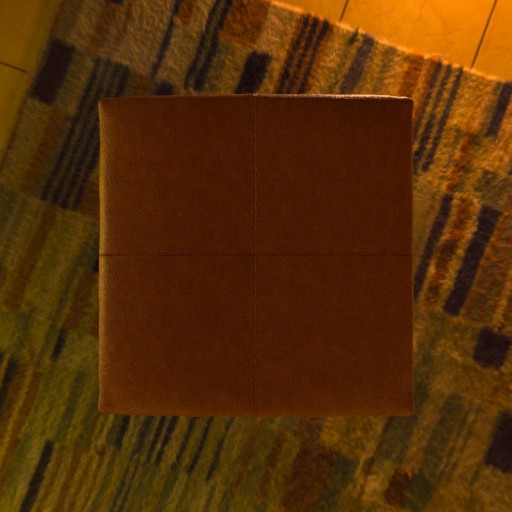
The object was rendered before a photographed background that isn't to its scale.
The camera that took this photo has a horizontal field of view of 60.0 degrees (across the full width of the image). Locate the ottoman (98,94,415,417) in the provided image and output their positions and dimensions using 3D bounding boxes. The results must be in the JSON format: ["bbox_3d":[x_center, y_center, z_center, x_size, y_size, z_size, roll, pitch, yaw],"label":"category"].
[{"bbox_3d":[0.000,0.000,1.564,1.013,0.442,1.016,0,89,1],"label":"ottoman"}]
